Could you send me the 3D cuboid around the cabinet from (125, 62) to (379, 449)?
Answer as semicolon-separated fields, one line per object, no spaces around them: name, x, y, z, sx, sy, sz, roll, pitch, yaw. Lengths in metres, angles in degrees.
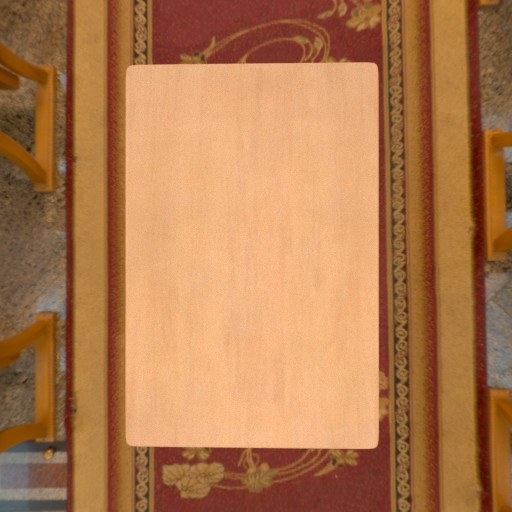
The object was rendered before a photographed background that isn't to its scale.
cabinet;0.000;0.000;1.259;0.503;0.762;0.763;0;90;1
